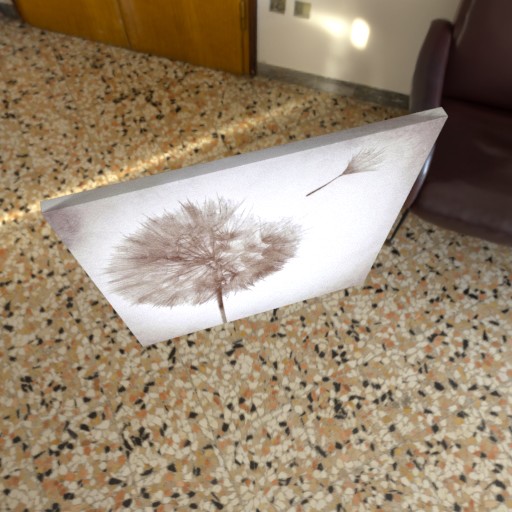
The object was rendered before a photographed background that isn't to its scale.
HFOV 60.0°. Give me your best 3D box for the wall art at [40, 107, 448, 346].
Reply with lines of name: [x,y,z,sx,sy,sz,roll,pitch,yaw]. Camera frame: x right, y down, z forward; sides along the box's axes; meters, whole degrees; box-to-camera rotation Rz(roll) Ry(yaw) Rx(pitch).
wall art: [0.000,0.000,1.138,0.762,0.762,0.027,-15,63,-8]
